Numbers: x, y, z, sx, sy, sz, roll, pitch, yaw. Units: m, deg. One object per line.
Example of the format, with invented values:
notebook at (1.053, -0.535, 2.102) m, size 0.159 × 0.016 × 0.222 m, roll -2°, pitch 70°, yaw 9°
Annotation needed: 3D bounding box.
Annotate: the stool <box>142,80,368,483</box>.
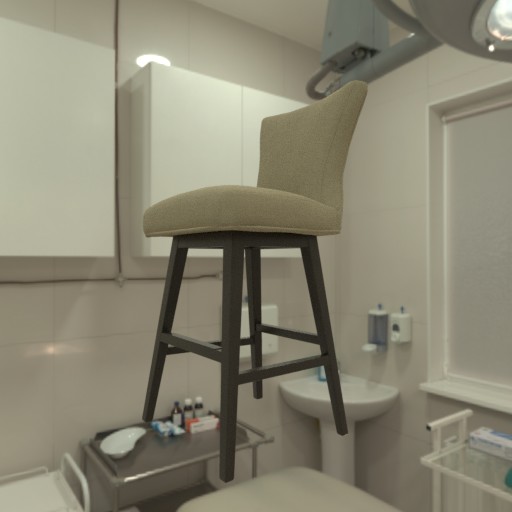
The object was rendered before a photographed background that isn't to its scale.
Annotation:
stool at (0.000, 0.000, 1.424) m, size 0.574 × 1.086 × 0.514 m, roll 0°, pitch 0°, yaw -36°
